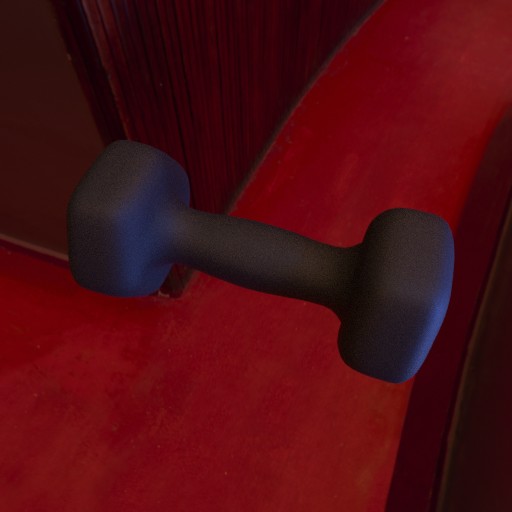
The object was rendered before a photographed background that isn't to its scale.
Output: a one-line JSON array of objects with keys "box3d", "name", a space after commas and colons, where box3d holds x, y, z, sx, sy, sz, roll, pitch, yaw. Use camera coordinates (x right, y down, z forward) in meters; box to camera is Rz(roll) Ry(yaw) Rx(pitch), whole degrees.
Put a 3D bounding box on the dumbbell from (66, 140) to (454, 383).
[{"box3d": [0.000, 0.000, 0.289, 0.231, 0.101, 0.112, 16, 59, 10], "name": "dumbbell"}]
